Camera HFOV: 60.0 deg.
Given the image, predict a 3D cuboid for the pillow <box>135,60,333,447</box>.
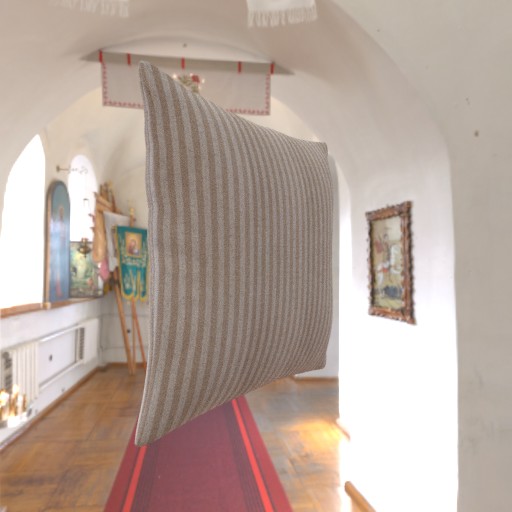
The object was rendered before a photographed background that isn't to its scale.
[{"bbox_3d":[0.000,0.000,0.791,0.166,0.510,0.523,0,-1,37],"label":"pillow"}]
